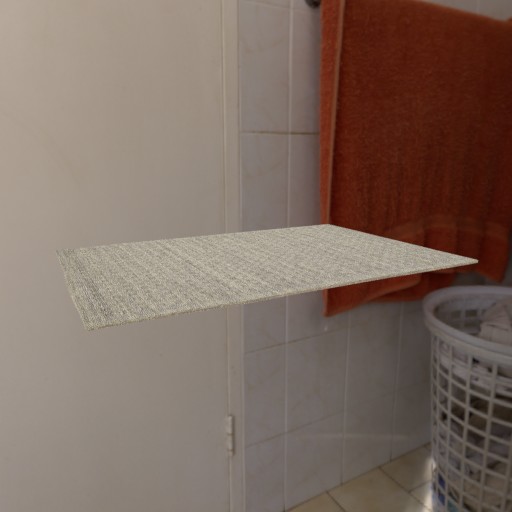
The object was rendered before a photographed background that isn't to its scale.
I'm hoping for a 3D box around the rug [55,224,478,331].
[{"bbox_3d":[0.000,0.000,2.874,2.297,0.018,1.532,-7,15,-27],"label":"rug"}]
